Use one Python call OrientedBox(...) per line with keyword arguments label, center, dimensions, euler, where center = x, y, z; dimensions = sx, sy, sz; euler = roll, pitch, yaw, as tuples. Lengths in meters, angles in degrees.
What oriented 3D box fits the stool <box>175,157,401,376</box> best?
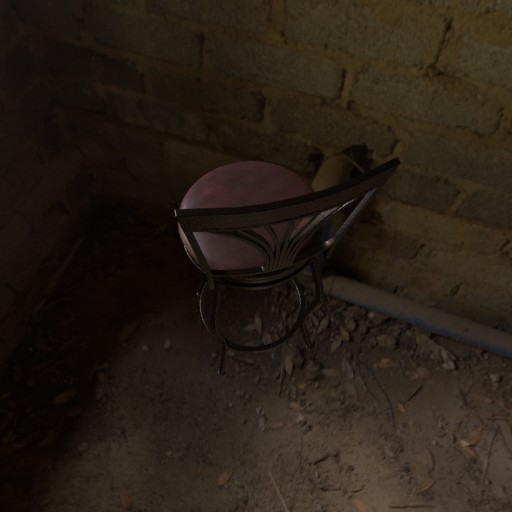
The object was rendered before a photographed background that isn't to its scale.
OrientedBox(label="stool", center=(0.000, 0.000, 1.387), dimensions=(0.433, 1.117, 0.514), euler=(-15, 58, -9))
